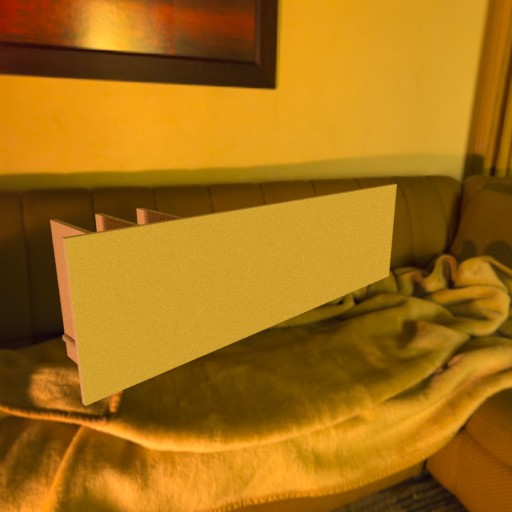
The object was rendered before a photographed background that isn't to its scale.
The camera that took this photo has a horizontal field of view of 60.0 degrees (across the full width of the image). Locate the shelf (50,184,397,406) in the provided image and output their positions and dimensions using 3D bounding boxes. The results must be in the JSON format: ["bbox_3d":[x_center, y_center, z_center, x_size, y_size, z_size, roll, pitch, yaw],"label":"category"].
[{"bbox_3d":[0.000,0.000,1.140,1.020,0.300,0.200,-15,22,-42],"label":"shelf"}]
